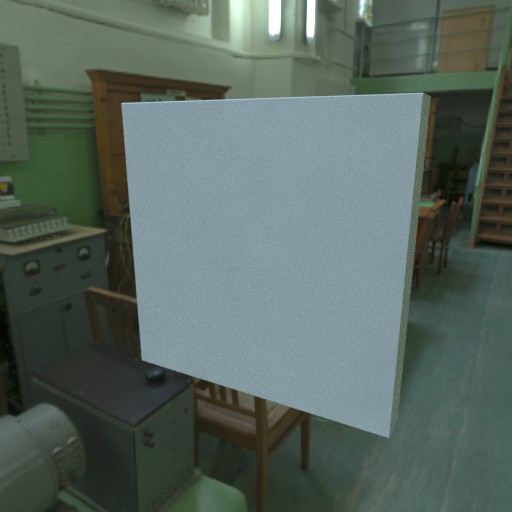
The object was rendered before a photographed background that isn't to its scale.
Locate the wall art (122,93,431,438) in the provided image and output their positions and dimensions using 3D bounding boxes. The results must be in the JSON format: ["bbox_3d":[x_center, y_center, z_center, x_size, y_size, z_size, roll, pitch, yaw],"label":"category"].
[{"bbox_3d":[0.000,0.000,0.459,0.305,0.305,0.038,9,18,27],"label":"wall art"}]
